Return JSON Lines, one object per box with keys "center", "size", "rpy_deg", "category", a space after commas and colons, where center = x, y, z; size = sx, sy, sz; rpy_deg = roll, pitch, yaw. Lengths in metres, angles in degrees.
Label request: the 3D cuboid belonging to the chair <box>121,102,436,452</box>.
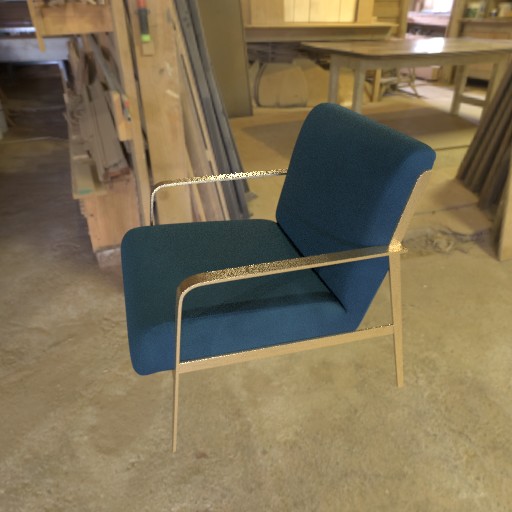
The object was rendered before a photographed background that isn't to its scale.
{"center": [0.000, 0.000, 1.456], "size": [0.859, 0.831, 0.692], "rpy_deg": [-9, 31, -15], "category": "chair"}
